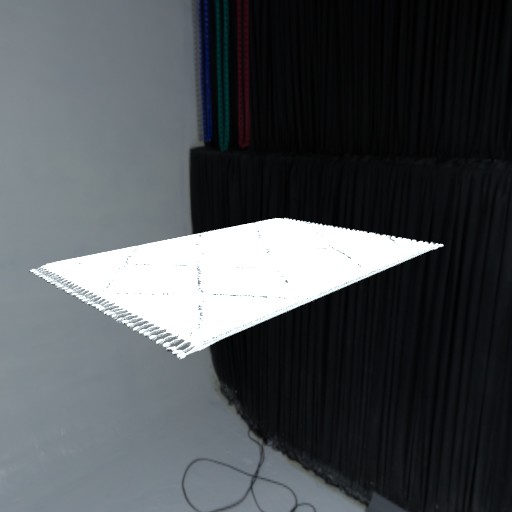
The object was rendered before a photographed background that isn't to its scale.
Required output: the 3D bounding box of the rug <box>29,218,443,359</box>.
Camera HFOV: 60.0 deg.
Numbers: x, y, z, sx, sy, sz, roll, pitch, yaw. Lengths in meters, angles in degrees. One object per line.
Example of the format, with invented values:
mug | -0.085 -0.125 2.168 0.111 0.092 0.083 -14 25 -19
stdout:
rug | 0.000 0.000 2.868 1.494 0.031 2.307 15 21 42
